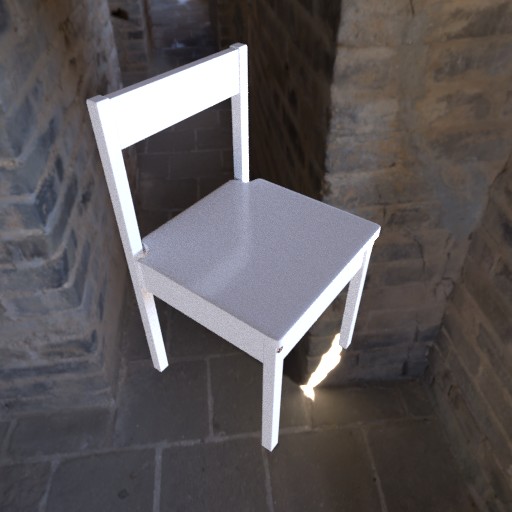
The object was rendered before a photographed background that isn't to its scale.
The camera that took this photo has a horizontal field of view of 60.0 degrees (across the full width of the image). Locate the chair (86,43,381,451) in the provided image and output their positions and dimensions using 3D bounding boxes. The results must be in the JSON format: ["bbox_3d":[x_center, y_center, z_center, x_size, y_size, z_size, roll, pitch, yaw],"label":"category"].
[{"bbox_3d":[0.000,0.000,0.893,0.361,0.668,0.367,26,47,27],"label":"chair"}]
